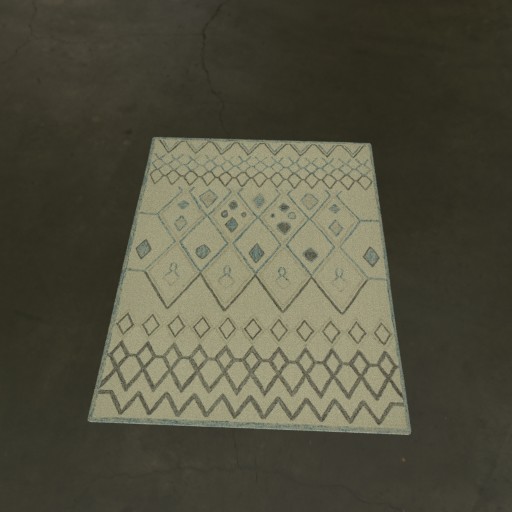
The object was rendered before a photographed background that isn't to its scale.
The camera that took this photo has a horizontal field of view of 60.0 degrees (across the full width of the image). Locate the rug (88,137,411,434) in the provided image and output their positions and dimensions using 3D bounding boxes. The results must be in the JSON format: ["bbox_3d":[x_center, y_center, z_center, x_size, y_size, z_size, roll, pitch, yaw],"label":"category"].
[{"bbox_3d":[0.000,0.000,4.144,2.441,0.013,3.056,2,58,1],"label":"rug"}]
